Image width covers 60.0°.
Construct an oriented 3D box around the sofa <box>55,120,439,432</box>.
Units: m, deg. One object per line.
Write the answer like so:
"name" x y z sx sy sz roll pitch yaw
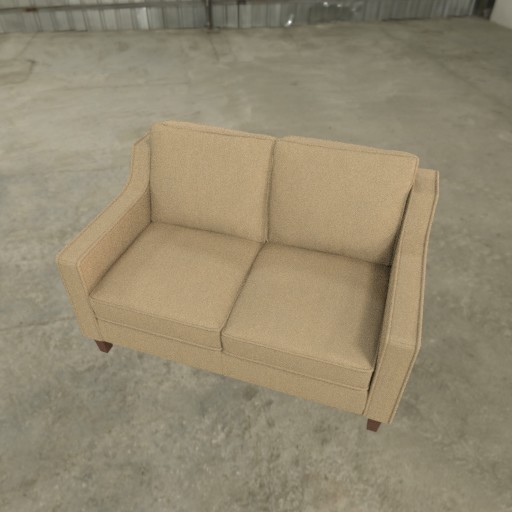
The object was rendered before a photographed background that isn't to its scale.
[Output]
"sofa" 0.000 0.000 2.139 1.501 0.971 0.987 12 42 14
